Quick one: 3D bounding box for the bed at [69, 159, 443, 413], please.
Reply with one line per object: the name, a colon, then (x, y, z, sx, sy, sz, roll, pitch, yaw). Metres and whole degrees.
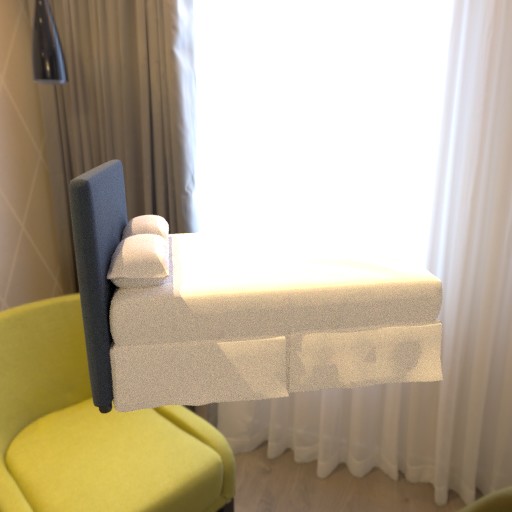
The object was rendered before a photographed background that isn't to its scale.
bed: (0.000, 0.000, 3.243, 2.162, 1.330, 1.713, -3, 16, -11)
